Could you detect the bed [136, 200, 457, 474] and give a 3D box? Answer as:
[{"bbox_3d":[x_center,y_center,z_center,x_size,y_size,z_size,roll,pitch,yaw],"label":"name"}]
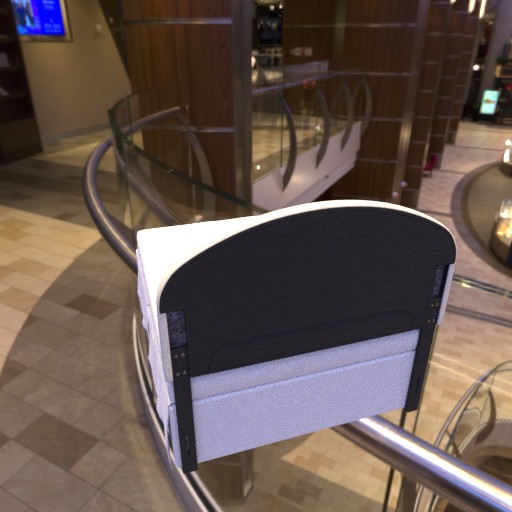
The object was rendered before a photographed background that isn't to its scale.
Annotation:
[{"bbox_3d":[0.000,0.000,3.062,1.607,1.410,2.005,-8,27,-16],"label":"bed"}]
